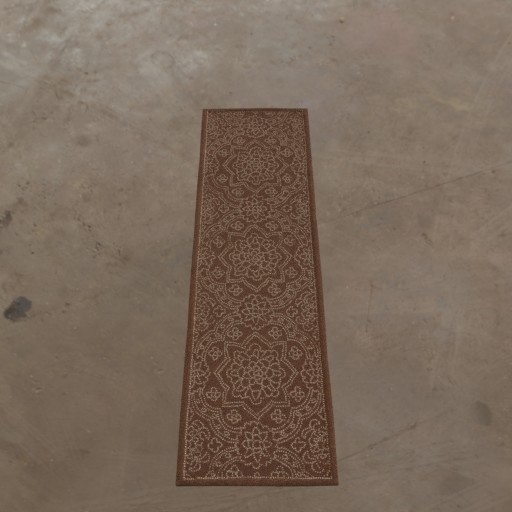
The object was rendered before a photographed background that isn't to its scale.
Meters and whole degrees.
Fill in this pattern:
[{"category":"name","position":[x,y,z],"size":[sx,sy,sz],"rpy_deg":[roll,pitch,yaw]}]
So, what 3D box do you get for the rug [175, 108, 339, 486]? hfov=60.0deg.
[{"category":"rug","position":[0.000,0.000,2.651],"size":[0.769,0.012,2.448],"rpy_deg":[0,62,0]}]
